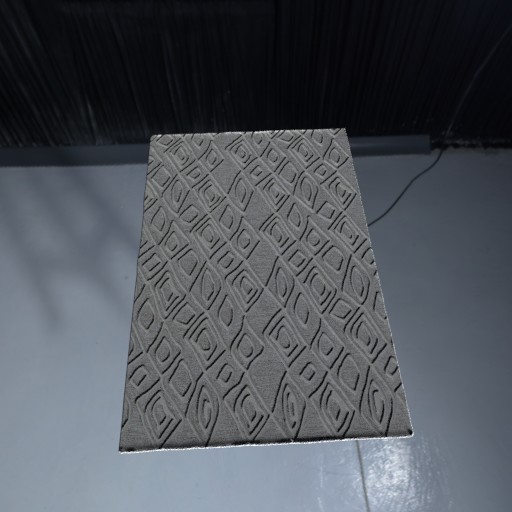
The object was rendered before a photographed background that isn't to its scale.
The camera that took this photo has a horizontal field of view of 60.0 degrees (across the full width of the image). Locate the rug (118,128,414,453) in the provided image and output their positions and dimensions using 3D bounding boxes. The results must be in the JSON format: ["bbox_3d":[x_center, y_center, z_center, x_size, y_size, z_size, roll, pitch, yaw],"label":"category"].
[{"bbox_3d":[0.000,0.000,2.301,1.224,0.016,1.832,-3,58,-2],"label":"rug"}]
